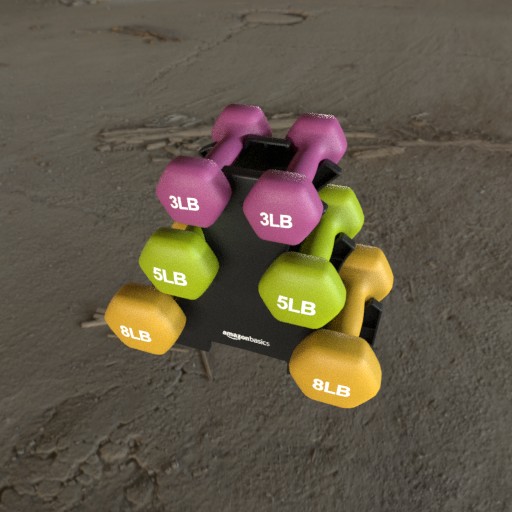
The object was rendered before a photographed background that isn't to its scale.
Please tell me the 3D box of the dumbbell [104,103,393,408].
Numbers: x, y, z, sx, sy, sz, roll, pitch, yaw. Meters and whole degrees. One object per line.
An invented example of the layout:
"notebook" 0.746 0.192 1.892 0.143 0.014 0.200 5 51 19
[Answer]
"dumbbell" 0.000 0.000 0.475 0.300 0.271 0.190 12 41 14
